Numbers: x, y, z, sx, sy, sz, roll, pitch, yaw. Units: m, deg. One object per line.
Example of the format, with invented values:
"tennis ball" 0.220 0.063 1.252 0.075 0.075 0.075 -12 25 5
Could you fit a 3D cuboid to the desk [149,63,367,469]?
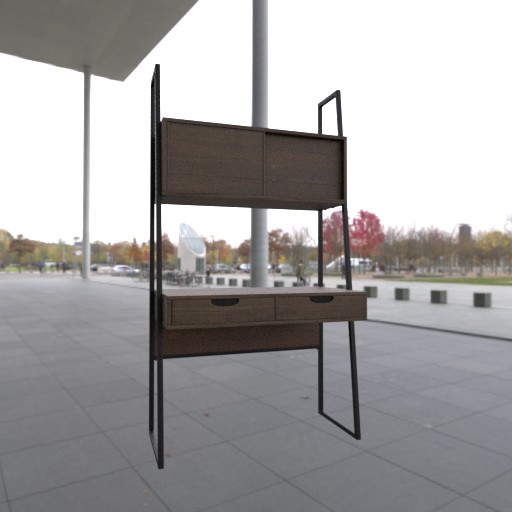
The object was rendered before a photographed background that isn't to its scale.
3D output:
"desk" 0.000 0.000 2.195 0.982 1.809 0.515 0 -1 -19
